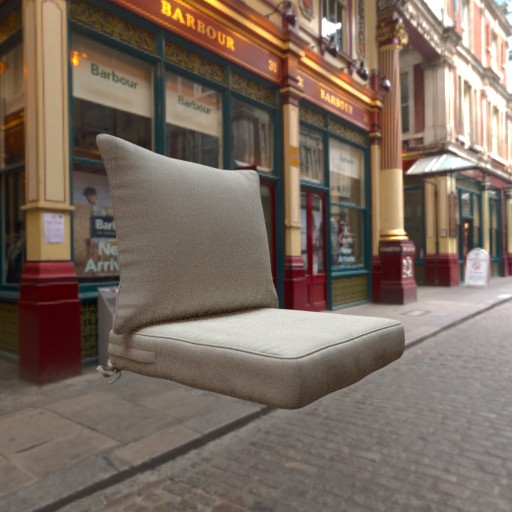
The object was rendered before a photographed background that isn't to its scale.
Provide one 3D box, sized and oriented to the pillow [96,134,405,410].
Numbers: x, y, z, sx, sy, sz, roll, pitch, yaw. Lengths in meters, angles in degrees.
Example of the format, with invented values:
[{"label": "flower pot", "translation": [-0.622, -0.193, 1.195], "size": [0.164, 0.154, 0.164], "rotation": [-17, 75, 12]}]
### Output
[{"label": "pillow", "translation": [0.000, 0.000, 1.402], "size": [0.733, 0.716, 0.798], "rotation": [0, 0, 38]}]
